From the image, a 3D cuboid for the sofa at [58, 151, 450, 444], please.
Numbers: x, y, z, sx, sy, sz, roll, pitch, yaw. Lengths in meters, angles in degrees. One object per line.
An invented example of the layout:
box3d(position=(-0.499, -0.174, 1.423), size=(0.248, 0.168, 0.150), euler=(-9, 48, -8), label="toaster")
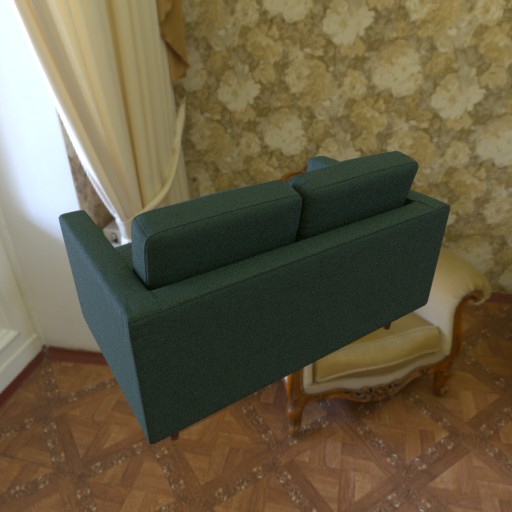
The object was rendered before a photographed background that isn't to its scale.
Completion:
box3d(position=(0.000, 0.000, 1.989), size=(1.430, 0.899, 0.879), euler=(-19, 35, -28), label="sofa")
